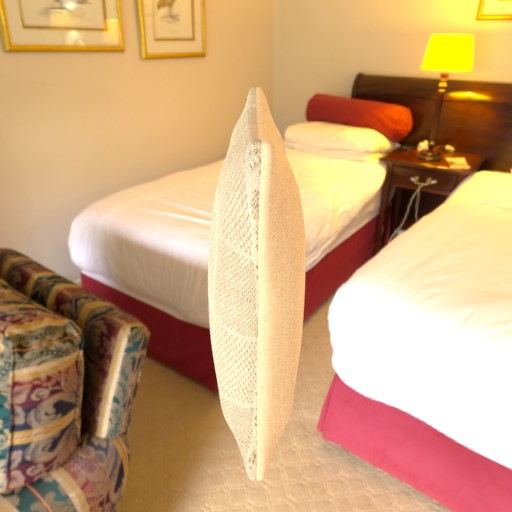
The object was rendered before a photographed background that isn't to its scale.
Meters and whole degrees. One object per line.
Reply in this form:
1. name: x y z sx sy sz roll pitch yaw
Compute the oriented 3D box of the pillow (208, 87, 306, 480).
1. pillow: 0.000 0.000 0.661 0.138 0.432 0.436 0 26 -1
